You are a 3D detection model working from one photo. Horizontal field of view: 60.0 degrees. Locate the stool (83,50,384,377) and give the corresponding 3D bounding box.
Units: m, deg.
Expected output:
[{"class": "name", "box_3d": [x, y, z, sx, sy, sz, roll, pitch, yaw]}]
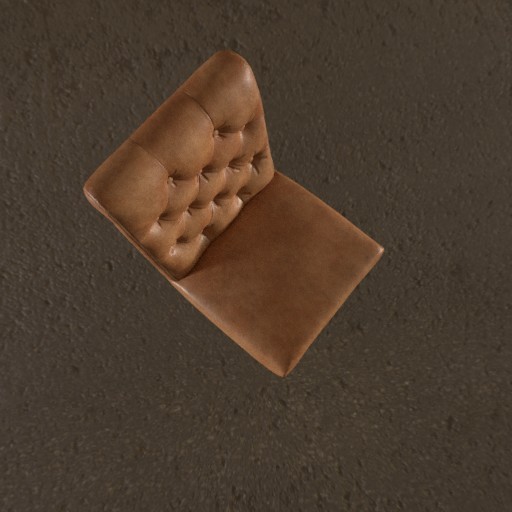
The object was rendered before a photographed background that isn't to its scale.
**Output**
[{"class": "stool", "box_3d": [0.000, 0.000, 1.400, 0.601, 1.047, 0.493, 39, 78, 9]}]
